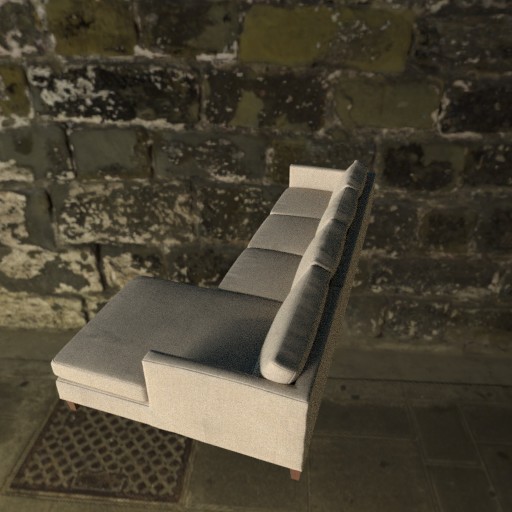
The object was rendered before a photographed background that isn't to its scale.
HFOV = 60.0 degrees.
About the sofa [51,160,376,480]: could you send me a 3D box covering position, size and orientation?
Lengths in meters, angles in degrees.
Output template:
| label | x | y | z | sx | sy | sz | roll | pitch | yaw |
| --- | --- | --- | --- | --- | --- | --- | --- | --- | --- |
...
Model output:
| label | x | y | z | sx | sy | sz | roll | pitch | yaw |
| --- | --- | --- | --- | --- | --- | --- | --- | --- | --- |
| sofa | 0.000 | 0.000 | 3.755 | 1.625 | 0.846 | 3.186 | 10 | 33 | 16 |
